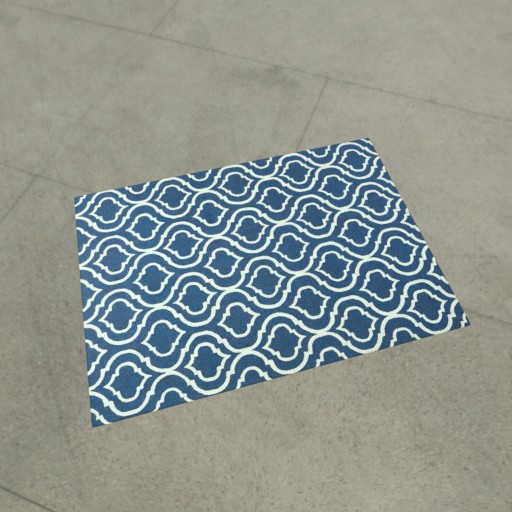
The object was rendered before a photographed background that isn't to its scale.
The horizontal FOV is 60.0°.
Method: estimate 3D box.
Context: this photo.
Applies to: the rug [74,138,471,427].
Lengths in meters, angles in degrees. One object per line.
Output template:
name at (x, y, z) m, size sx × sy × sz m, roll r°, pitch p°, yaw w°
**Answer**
rug at (0.000, 0.000, 2.762) m, size 2.134 × 0.010 × 1.524 m, roll -13°, pitch 60°, yaw -8°
